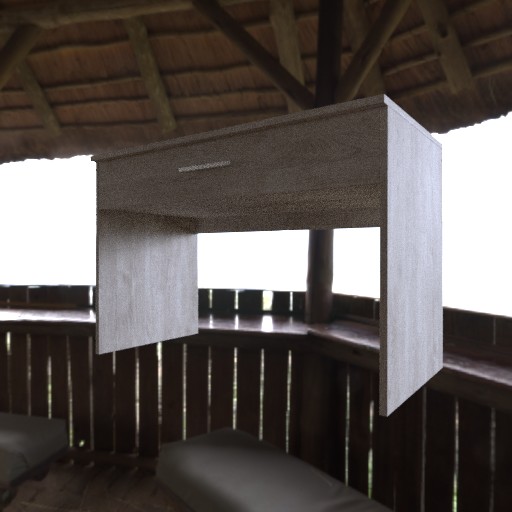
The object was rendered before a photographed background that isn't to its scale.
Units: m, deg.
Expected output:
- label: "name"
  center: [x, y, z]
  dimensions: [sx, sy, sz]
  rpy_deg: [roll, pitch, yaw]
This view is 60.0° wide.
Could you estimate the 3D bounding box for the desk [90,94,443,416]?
- label: "desk"
  center: [0.000, 0.000, 1.538]
  dimensions: [1.100, 0.730, 0.560]
  rpy_deg: [0, 0, 35]
